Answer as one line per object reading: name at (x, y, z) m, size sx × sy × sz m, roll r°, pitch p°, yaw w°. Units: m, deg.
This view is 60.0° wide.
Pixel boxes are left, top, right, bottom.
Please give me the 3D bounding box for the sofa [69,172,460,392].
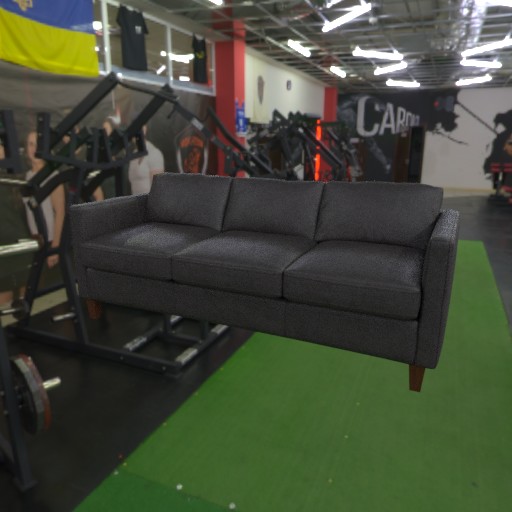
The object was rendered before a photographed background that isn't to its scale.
sofa at (0.000, 0.000, 3.012) m, size 2.464 × 1.006 × 1.045 m, roll 7°, pitch 17°, yaw 24°
